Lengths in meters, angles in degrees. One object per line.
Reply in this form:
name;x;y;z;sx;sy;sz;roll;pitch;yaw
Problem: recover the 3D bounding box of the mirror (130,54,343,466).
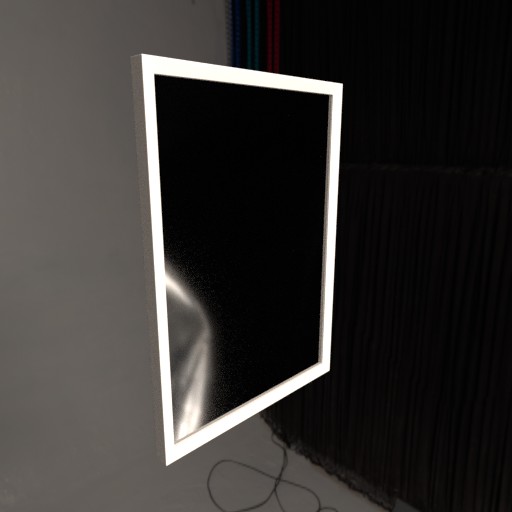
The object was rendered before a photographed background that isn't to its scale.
mirror;0.000;0.000;0.922;0.507;0.710;0.039;-14;20;-43
